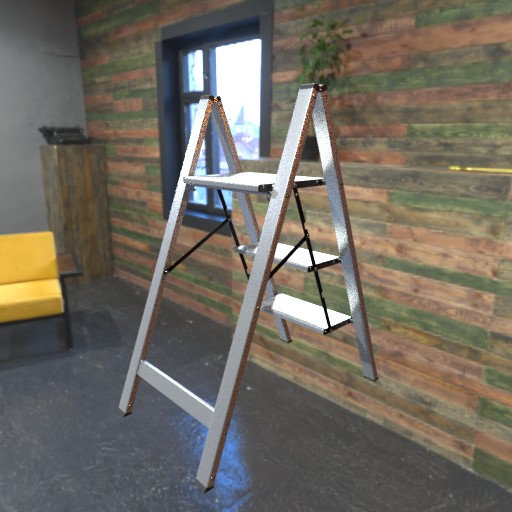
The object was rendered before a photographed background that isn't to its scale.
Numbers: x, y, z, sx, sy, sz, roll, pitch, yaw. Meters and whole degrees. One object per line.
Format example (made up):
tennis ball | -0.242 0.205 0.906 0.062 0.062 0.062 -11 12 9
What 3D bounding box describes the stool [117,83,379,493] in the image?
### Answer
stool | 0.000 0.000 1.286 0.730 0.902 0.441 -14 20 -41
